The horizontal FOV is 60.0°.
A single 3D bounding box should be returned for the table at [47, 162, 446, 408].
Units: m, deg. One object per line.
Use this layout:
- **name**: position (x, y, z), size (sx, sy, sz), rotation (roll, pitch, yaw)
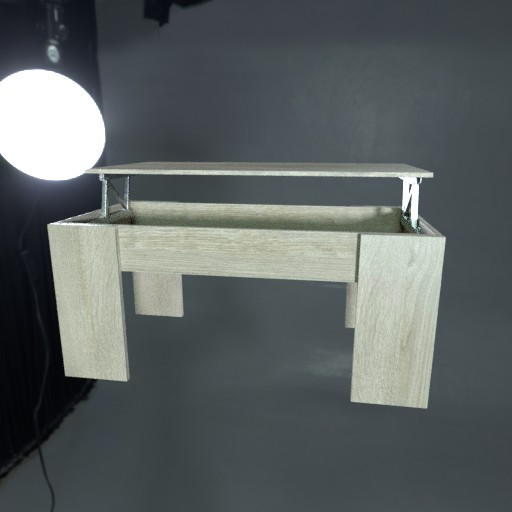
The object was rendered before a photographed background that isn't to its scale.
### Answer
- **table**: position (0.000, 0.000, 1.458), size (1.000, 0.570, 0.711), rotation (2, 15, 9)
